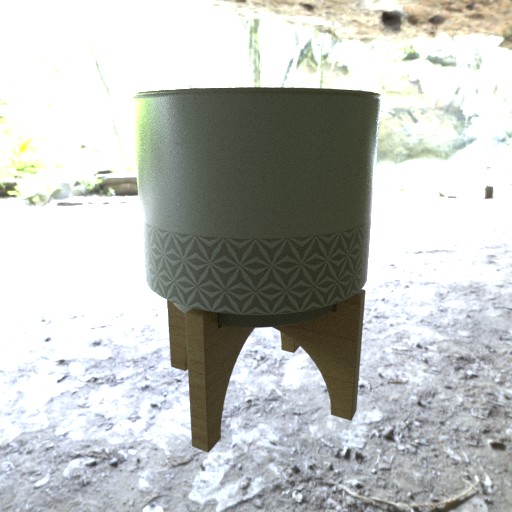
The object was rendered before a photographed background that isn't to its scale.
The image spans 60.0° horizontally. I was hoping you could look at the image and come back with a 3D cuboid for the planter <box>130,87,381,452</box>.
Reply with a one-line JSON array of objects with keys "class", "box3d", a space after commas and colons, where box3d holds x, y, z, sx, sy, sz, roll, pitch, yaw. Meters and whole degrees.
[{"class": "planter", "box3d": [0.000, 0.000, 0.382, 0.188, 0.260, 0.188, 0, 17, 0]}]
